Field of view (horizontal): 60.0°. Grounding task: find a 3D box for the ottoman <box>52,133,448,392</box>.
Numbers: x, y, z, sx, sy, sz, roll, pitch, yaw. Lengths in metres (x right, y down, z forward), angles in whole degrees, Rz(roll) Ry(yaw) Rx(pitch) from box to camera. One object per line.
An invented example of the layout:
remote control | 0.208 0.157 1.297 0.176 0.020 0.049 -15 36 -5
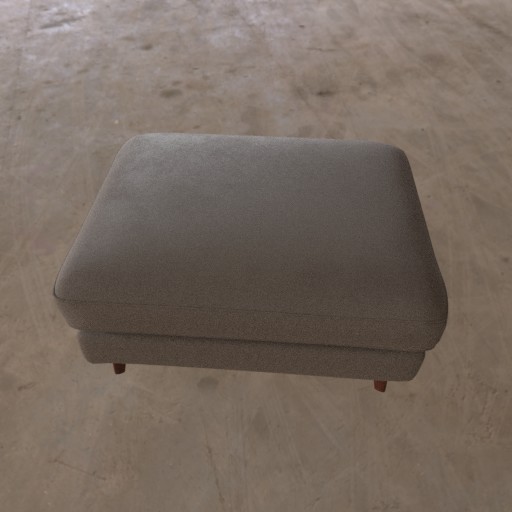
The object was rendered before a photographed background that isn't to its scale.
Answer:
ottoman | 0.000 0.000 1.165 0.811 0.449 0.608 3 48 3
